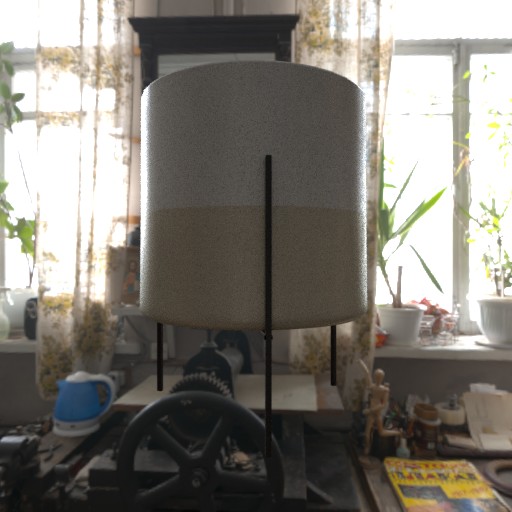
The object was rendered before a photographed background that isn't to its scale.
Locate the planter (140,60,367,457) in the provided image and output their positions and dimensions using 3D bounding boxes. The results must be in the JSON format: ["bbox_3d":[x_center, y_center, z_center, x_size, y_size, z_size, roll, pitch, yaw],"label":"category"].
[{"bbox_3d":[0.000,0.000,0.724,0.368,0.484,0.359,0,0,-36],"label":"planter"}]
